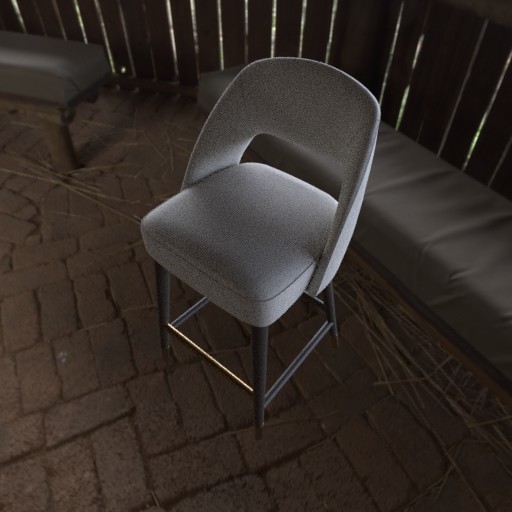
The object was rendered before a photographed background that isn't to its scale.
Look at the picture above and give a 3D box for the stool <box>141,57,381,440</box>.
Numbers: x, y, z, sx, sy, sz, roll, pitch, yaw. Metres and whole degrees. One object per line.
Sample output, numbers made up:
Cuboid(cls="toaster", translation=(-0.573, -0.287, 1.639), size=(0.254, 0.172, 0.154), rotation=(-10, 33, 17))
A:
Cuboid(cls="stool", translation=(0.000, 0.000, 1.265), size=(0.494, 0.940, 0.509), rotation=(31, 53, 27))
